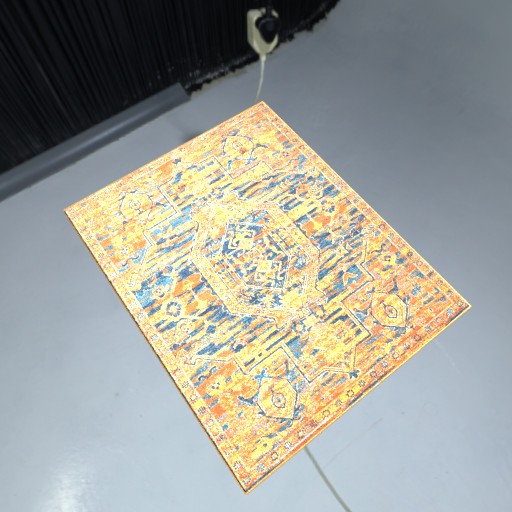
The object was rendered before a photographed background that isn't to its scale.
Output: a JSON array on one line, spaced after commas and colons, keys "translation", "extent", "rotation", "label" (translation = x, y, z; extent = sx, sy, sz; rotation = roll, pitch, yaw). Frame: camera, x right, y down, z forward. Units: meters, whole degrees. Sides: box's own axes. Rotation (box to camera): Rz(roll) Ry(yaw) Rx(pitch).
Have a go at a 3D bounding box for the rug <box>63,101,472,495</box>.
[{"translation": [0.000, 0.000, 4.087], "extent": [2.435, 0.031, 3.040], "rotation": [-33, 68, -16], "label": "rug"}]
